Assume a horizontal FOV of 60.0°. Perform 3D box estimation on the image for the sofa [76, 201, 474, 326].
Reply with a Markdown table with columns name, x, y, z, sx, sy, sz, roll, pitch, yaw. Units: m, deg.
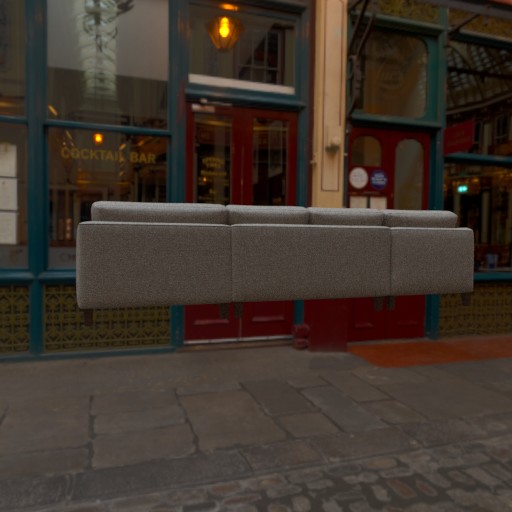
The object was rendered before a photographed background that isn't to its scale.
| name | x | y | z | sx | sy | sz | roll | pitch | yaw |
| --- | --- | --- | --- | --- | --- | --- | --- | --- | --- |
| sofa | 0.000 | 0.000 | 4.701 | 3.403 | 0.889 | 2.551 | 0 | 1 | -18 |
